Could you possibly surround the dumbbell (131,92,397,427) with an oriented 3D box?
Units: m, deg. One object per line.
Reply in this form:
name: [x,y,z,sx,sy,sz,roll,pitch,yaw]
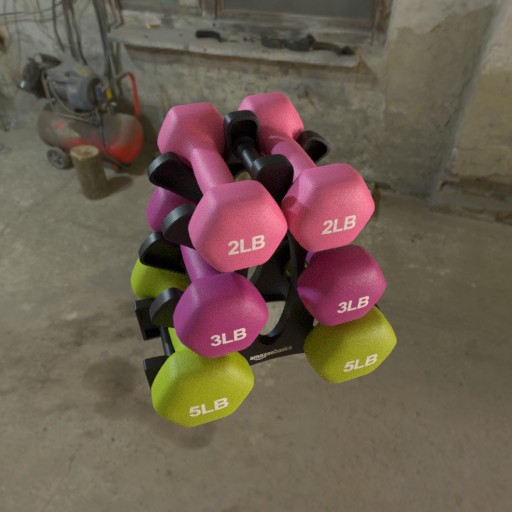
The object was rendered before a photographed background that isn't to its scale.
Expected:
dumbbell: [0.000,0.000,0.440,0.257,0.261,0.203,-12,44,-13]
